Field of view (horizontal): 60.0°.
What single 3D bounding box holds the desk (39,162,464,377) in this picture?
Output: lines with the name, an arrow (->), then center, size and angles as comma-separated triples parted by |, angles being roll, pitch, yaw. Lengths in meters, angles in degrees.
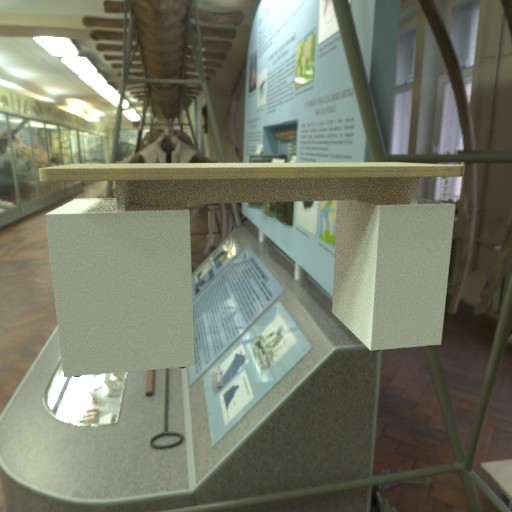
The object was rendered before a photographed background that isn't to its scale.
desk -> 0.000, 0.000, 1.870 | 1.500, 0.755, 0.550 | -2, 14, -10
